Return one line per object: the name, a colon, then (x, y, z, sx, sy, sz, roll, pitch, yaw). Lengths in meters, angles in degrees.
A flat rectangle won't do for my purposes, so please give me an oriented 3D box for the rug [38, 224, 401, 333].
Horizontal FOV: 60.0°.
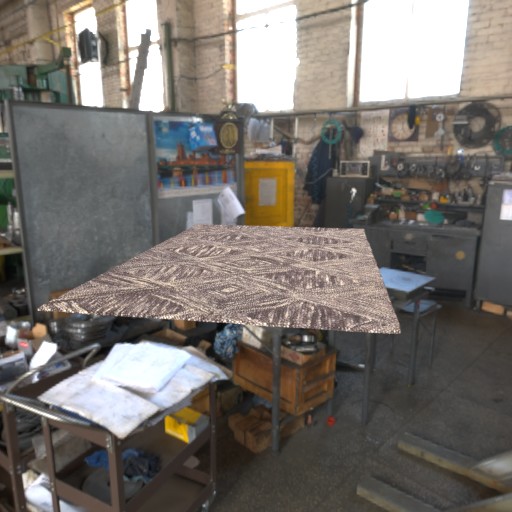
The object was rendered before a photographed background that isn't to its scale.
rug: (0.000, 0.000, 2.258, 1.186, 0.012, 1.814, 2, 13, 10)
